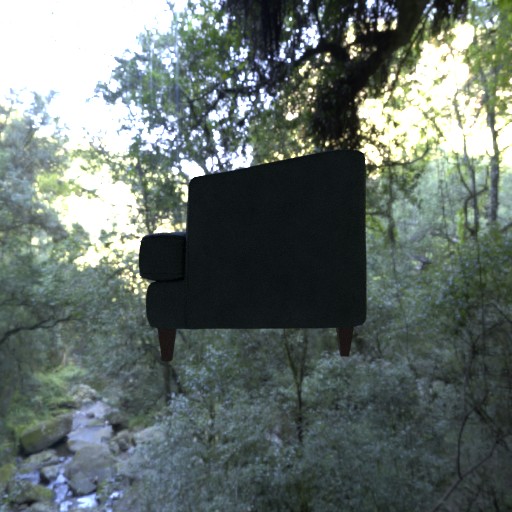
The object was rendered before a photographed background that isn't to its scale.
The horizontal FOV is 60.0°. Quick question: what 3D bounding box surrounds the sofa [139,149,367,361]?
[{"bbox_3d":[0.000,0.000,2.782,0.941,0.855,2.278,0,-1,0],"label":"sofa"}]
